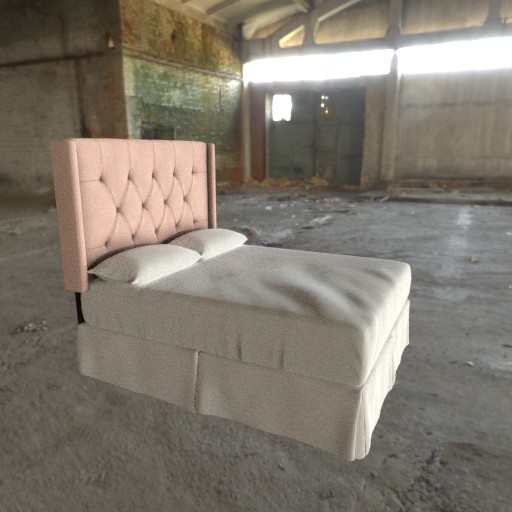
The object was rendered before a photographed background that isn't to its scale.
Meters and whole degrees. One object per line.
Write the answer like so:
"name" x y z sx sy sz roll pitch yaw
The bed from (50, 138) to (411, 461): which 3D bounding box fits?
"bed" 0.000 0.000 3.241 2.066 1.665 1.719 7 15 26
